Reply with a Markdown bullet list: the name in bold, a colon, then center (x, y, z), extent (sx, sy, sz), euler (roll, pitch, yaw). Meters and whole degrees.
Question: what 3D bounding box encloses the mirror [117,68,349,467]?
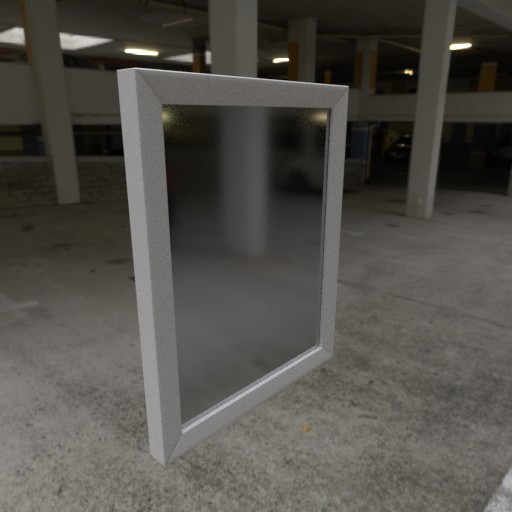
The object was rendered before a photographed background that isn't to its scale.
- **mirror**: center (0.000, 0.000, 0.686), extent (0.041, 0.508, 0.405), euler (16, 24, 41)
